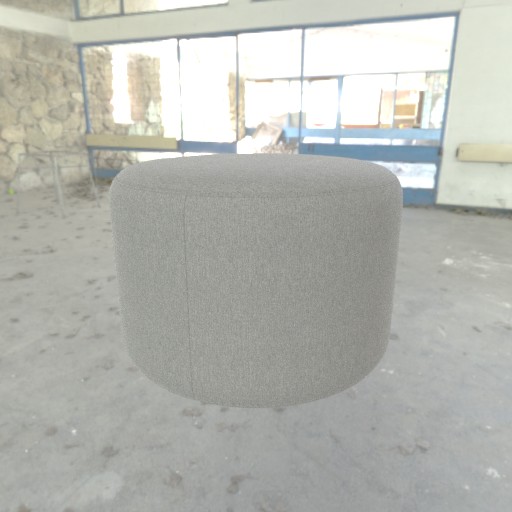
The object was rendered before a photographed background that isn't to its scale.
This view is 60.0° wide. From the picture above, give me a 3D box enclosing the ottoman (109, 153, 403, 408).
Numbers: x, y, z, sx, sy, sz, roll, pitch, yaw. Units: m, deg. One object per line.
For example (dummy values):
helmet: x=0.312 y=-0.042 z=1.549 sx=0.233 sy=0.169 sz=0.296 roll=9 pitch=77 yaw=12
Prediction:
ottoman: x=0.000 y=0.000 z=1.002 sx=0.608 sy=0.433 sz=0.608 roll=0 pitch=17 yaw=0
